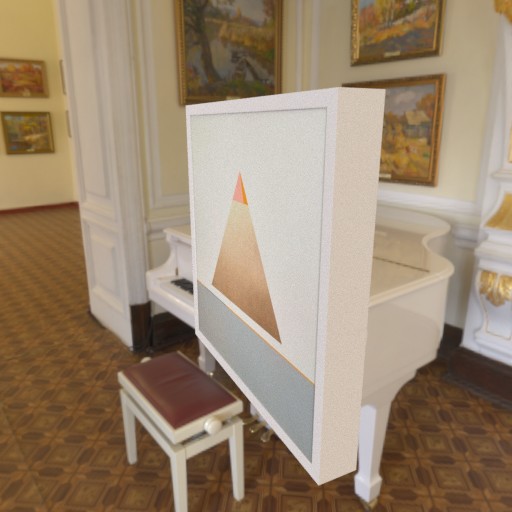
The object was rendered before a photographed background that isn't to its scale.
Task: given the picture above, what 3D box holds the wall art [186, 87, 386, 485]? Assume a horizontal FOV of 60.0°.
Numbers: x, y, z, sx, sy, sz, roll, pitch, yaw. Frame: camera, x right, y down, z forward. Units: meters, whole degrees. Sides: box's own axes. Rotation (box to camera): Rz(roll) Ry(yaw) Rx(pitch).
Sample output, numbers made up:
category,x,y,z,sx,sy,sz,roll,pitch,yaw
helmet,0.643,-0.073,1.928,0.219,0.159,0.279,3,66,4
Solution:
category,x,y,z,sx,sy,sz,roll,pitch,yaw
wall art,0.000,0.000,0.457,0.038,0.304,0.305,-8,18,-25
